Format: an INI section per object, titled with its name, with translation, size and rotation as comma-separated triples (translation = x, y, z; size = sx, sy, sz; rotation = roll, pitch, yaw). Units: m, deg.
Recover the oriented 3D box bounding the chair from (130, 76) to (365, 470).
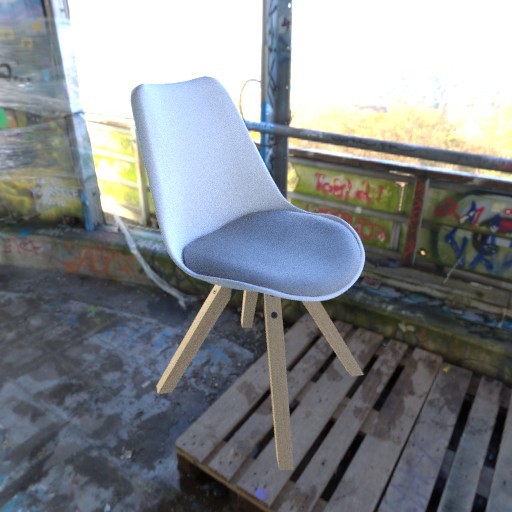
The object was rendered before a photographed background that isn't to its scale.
[chair]
translation = 0.000, 0.000, 1.180
size = 0.550, 0.850, 0.485
rotation = 18, 32, 32
